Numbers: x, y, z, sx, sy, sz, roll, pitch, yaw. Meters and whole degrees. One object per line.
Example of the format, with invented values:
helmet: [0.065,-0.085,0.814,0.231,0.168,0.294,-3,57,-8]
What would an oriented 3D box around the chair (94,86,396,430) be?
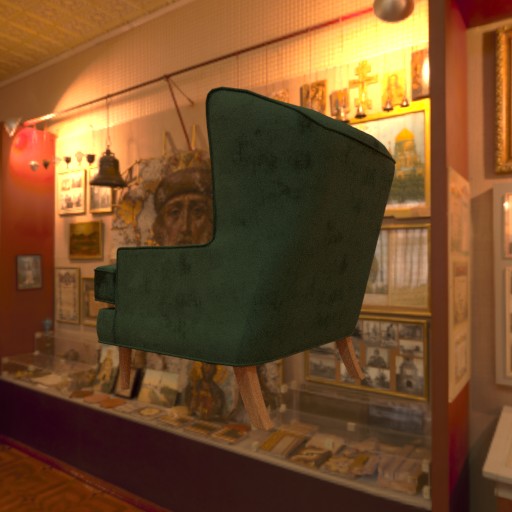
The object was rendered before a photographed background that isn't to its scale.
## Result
chair: [0.000,0.000,1.638,0.910,0.952,0.793,0,-1,37]
